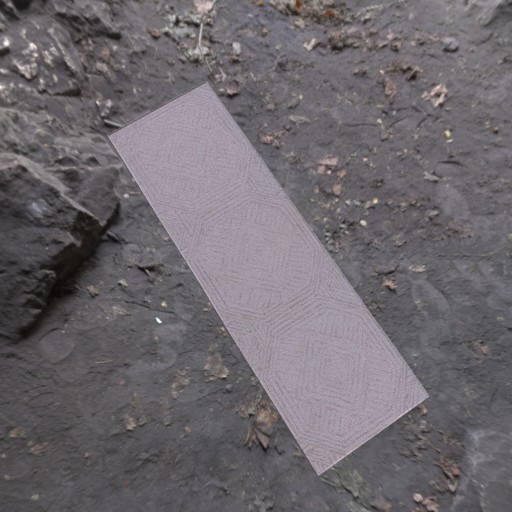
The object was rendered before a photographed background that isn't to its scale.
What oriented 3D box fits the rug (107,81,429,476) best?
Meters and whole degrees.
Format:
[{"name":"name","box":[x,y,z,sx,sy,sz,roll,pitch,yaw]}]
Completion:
[{"name":"rug","box":[0.000,0.000,2.722,0.775,0.012,2.452,-32,78,-8]}]
